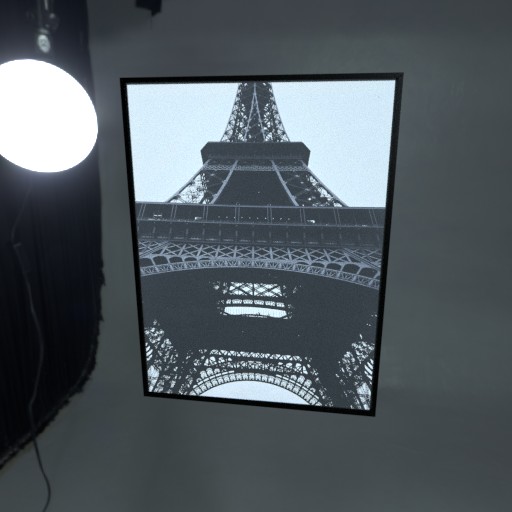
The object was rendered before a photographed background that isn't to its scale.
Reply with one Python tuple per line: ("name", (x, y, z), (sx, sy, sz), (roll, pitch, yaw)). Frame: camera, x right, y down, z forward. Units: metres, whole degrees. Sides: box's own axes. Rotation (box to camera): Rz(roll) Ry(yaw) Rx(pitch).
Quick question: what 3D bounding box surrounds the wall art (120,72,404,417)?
("wall art", (0.000, 0.000, 1.401), (0.805, 1.062, 0.040), (2, 16, 8))
